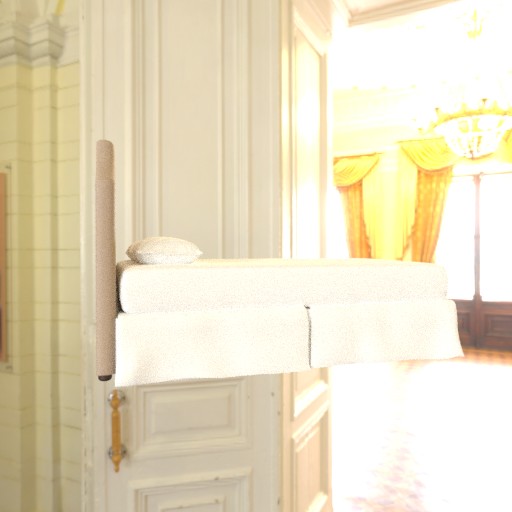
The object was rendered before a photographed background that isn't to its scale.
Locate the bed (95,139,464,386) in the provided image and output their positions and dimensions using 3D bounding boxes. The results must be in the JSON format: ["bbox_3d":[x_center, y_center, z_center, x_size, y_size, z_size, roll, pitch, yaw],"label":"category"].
[{"bbox_3d":[0.000,0.000,4.155,2.773,1.590,2.350,0,1,-18],"label":"bed"}]
